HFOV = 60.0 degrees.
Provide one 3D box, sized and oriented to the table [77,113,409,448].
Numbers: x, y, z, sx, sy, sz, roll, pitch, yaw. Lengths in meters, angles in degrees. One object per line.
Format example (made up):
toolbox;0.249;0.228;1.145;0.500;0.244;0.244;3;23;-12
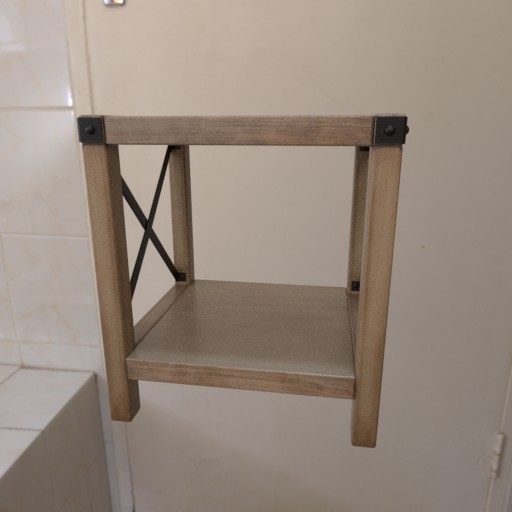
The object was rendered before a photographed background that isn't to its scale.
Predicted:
table;0.000;0.000;0.938;0.510;0.561;0.459;3;16;9
